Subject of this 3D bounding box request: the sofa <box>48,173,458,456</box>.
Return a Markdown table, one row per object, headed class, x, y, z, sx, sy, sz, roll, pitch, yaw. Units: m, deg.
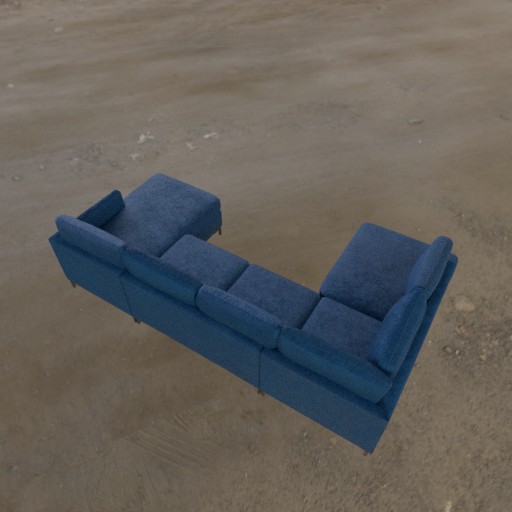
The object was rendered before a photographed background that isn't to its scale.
| class | x | y | z | sx | sy | sz | roll | pitch | yaw |
| --- | --- | --- | --- | --- | --- | --- | --- | --- | --- |
| sofa | 0.000 | 0.000 | 4.363 | 3.434 | 0.992 | 2.055 | 24 | 51 | 21 |
